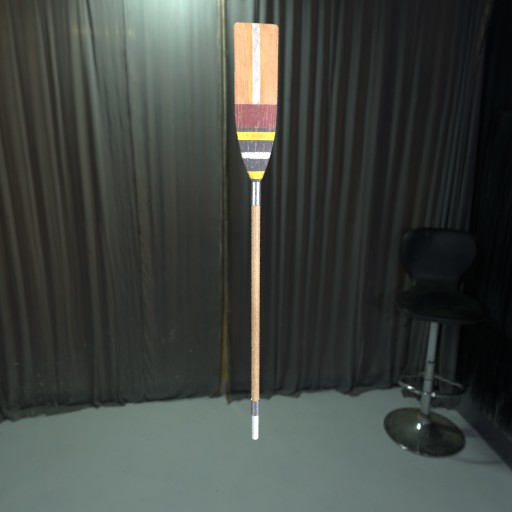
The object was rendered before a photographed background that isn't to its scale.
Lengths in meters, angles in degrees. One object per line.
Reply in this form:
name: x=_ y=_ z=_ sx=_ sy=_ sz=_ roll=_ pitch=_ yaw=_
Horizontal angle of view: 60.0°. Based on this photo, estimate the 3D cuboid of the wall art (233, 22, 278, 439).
wall art: x=0.000 y=0.000 z=1.632 sx=0.146 sy=1.556 sz=0.038 roll=-2 pitch=15 yaw=-9
